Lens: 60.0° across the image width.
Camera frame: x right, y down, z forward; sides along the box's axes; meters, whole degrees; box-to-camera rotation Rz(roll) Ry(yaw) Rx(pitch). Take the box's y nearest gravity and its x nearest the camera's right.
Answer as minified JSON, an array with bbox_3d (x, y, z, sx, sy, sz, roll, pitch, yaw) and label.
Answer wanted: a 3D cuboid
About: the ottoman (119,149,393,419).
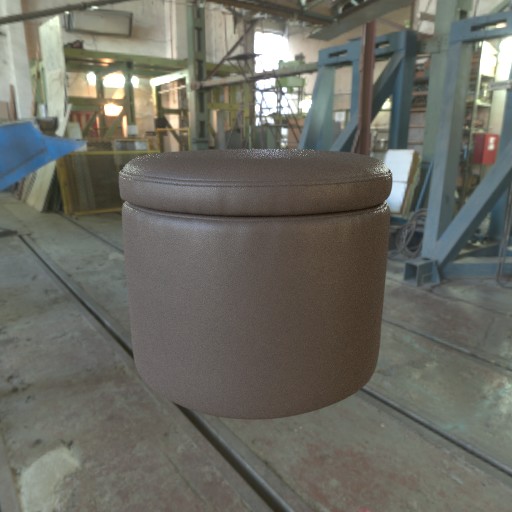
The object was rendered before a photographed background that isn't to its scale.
[{"bbox_3d":[0.000,0.000,0.881,0.500,0.409,0.500,0,15,0],"label":"ottoman"}]
